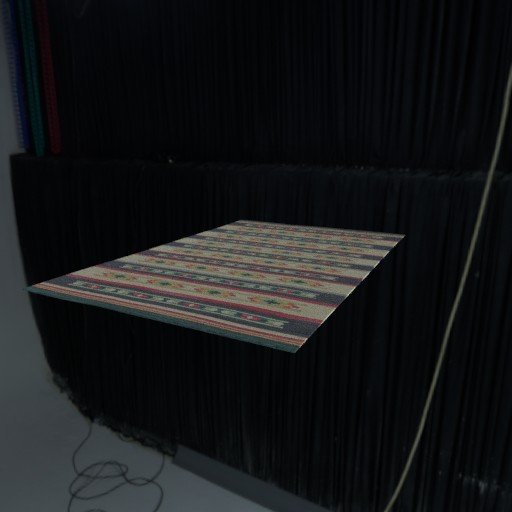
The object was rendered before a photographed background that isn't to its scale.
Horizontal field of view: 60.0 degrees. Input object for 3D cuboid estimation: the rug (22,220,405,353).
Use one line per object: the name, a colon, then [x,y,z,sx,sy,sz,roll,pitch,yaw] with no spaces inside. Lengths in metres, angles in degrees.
rug: [0.000,0.000,2.938,1.522,0.010,2.311,8,16,27]
